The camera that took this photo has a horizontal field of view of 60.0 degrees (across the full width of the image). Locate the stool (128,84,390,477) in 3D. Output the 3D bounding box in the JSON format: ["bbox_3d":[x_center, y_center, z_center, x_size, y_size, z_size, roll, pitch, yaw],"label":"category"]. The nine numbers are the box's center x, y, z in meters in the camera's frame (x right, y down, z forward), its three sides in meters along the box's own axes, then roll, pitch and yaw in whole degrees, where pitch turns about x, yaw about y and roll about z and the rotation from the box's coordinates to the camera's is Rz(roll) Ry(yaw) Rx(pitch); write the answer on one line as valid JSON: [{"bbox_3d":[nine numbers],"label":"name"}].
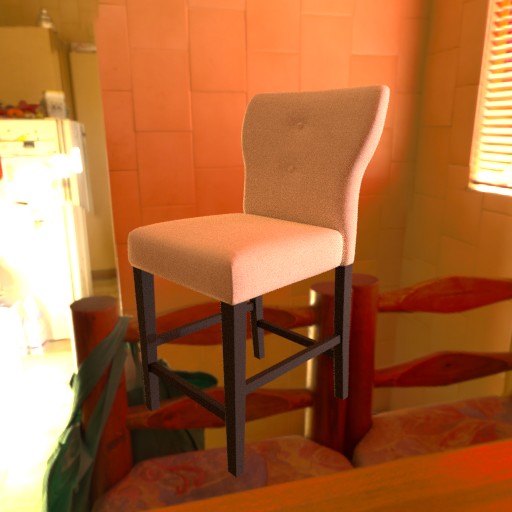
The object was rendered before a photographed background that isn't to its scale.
[{"bbox_3d":[0.000,0.000,1.317,0.514,0.972,0.603,15,21,43],"label":"stool"}]
